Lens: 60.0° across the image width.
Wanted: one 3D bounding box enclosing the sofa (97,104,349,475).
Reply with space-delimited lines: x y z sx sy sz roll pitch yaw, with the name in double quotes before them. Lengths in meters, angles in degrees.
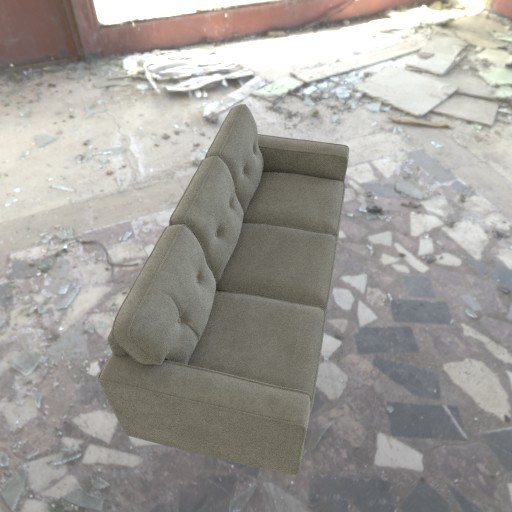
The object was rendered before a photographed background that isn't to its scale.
"sofa" 0.000 0.000 2.666 0.939 0.965 2.133 9 47 9
